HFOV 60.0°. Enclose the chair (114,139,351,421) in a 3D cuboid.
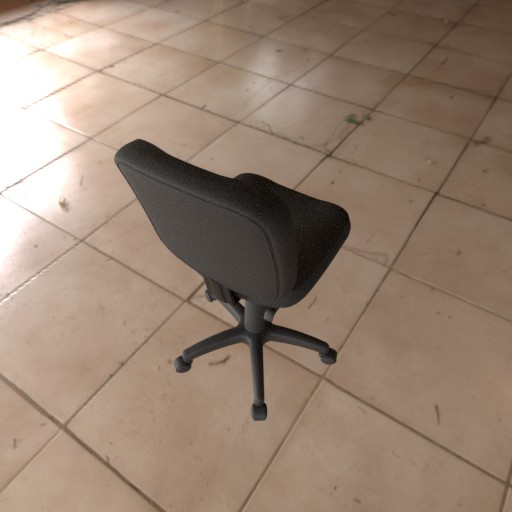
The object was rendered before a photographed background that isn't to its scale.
[{"bbox_3d":[0.000,0.000,1.373,0.610,0.972,0.610,25,51,22],"label":"chair"}]
